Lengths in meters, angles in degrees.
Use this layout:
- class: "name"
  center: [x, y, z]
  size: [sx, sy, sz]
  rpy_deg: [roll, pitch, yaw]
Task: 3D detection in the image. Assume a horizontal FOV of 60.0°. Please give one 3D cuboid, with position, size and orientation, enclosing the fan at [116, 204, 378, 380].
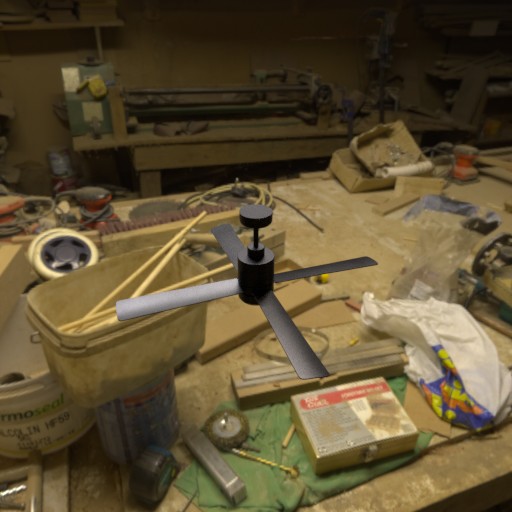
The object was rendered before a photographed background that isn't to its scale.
- class: "fan"
  center: [0.000, 0.000, 2.410]
  size: [1.525, 0.534, 1.525]
  rpy_deg: [-10, 32, -16]
